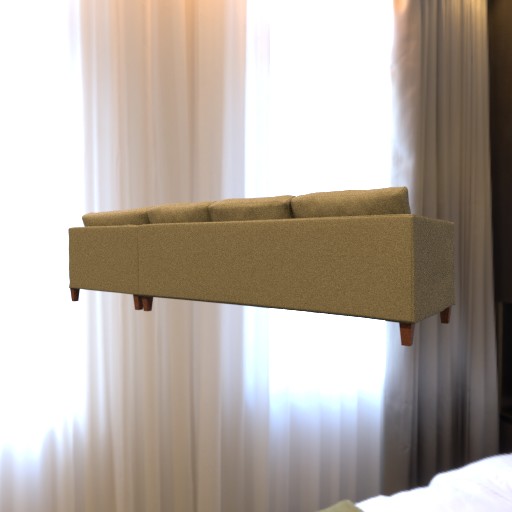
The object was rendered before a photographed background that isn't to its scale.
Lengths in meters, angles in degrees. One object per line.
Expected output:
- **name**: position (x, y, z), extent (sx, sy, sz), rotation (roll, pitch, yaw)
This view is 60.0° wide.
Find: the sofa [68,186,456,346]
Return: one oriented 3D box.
- **sofa**: position (0.000, 0.000, 3.837), extent (3.186, 0.861, 1.625), rotation (1, 2, 36)
